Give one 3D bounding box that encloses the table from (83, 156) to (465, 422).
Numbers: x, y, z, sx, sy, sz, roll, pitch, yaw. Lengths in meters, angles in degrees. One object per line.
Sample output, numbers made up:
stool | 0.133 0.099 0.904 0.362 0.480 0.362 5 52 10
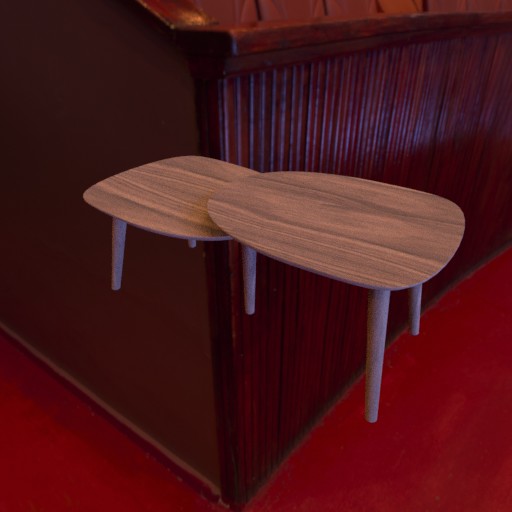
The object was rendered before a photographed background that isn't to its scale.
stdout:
table | 0.000 0.000 1.348 1.084 0.429 0.527 21 37 30
